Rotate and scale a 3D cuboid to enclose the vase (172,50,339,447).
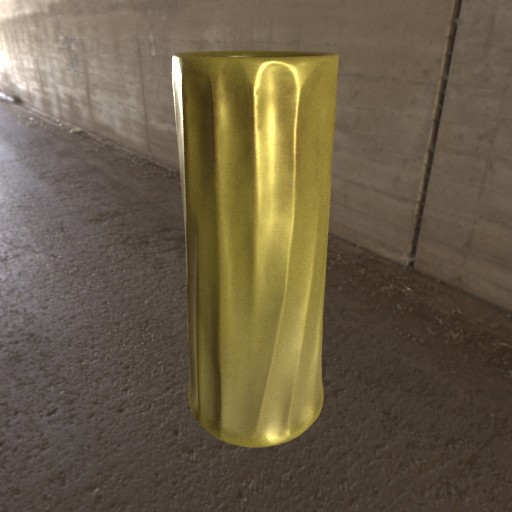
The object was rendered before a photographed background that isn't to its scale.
[{"bbox_3d":[0.000,0.000,0.171,0.061,0.143,0.061,0,27,0],"label":"vase"}]
